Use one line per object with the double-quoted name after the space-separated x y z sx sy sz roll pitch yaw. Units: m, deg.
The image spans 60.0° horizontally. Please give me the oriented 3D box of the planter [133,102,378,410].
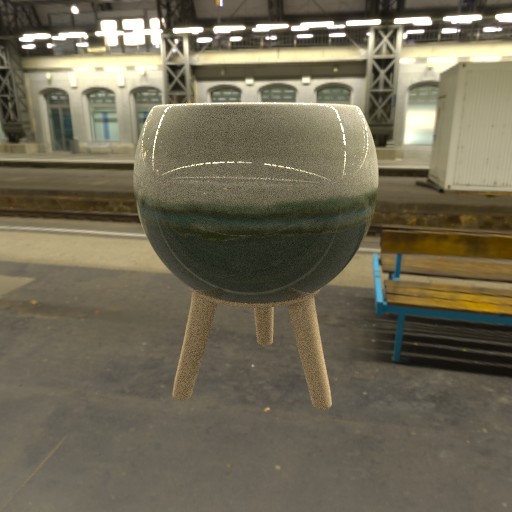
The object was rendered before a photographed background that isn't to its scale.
0.000 0.000 0.436 0.222 0.278 0.222 0 17 0 "planter"
